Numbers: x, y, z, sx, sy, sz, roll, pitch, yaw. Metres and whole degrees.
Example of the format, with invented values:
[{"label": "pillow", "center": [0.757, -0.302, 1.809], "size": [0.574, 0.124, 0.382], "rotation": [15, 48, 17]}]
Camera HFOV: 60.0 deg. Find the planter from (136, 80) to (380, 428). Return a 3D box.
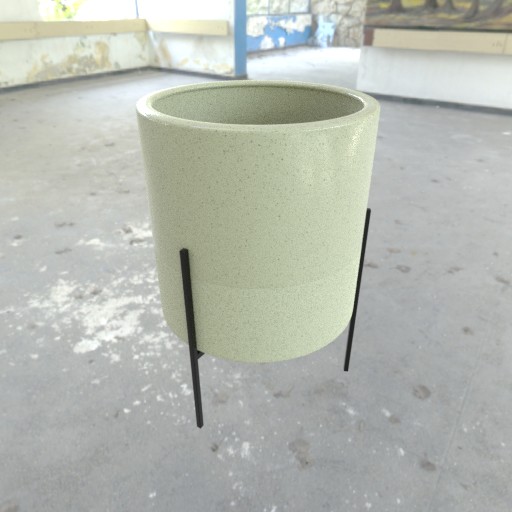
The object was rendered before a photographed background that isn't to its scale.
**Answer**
[{"label": "planter", "center": [0.000, 0.000, 0.698], "size": [0.314, 0.475, 0.323], "rotation": [19, 35, 29]}]
